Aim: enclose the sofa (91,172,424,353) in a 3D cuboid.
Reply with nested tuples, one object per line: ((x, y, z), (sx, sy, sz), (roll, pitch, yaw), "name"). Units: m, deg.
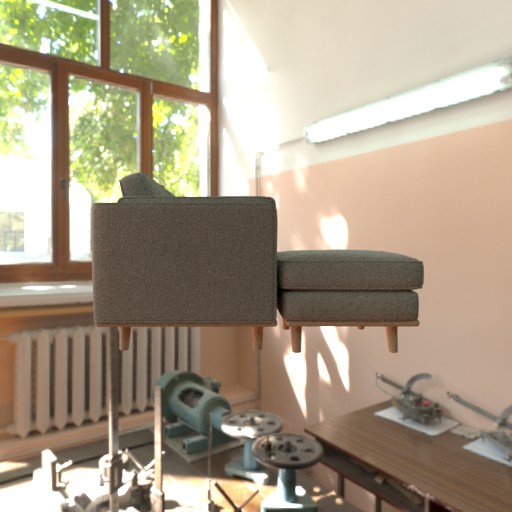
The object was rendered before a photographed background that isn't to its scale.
((0.000, 0.000, 3.254), (1.604, 0.929, 2.411), (0, 1, -1), "sofa")
